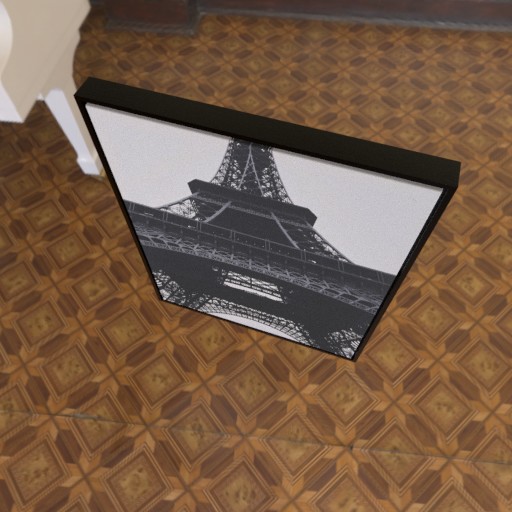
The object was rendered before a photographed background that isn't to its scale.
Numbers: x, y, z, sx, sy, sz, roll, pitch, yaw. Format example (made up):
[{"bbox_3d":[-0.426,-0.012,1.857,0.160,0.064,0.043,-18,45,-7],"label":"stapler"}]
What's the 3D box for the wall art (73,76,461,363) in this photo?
[{"bbox_3d":[0.000,0.000,0.737,0.451,0.553,0.039,16,59,10],"label":"wall art"}]
